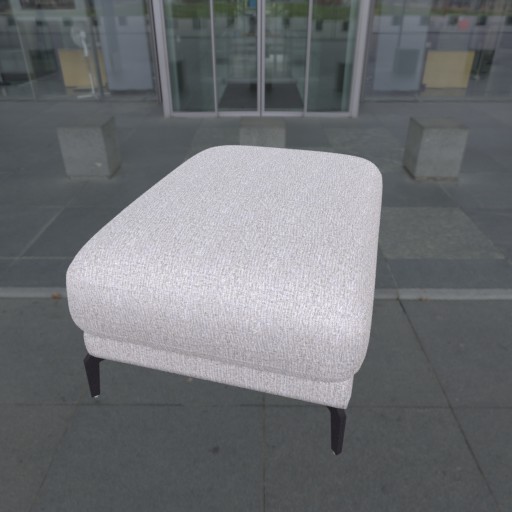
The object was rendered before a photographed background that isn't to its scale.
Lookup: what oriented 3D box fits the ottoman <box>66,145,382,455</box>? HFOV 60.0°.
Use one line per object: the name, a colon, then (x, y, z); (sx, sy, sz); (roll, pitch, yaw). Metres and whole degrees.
ottoman: (0.000, 0.000, 1.095); (0.568, 0.420, 0.772); (8, 31, 13)
